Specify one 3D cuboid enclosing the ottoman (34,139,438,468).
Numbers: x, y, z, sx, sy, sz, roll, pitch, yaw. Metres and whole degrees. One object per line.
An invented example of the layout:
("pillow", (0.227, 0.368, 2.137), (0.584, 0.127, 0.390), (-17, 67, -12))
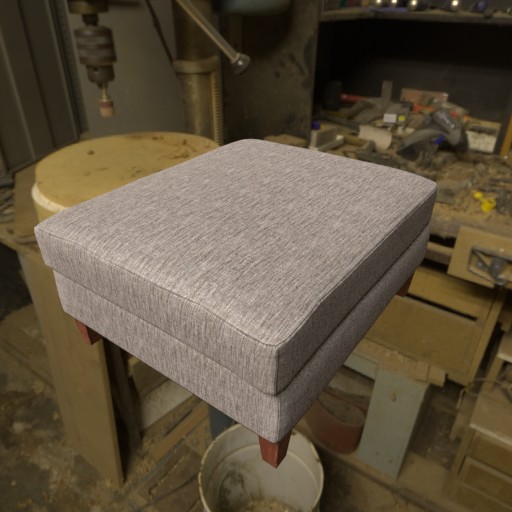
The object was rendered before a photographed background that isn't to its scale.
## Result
("ottoman", (0.000, 0.000, 1.441), (0.839, 0.492, 0.994), (21, 38, 30))
